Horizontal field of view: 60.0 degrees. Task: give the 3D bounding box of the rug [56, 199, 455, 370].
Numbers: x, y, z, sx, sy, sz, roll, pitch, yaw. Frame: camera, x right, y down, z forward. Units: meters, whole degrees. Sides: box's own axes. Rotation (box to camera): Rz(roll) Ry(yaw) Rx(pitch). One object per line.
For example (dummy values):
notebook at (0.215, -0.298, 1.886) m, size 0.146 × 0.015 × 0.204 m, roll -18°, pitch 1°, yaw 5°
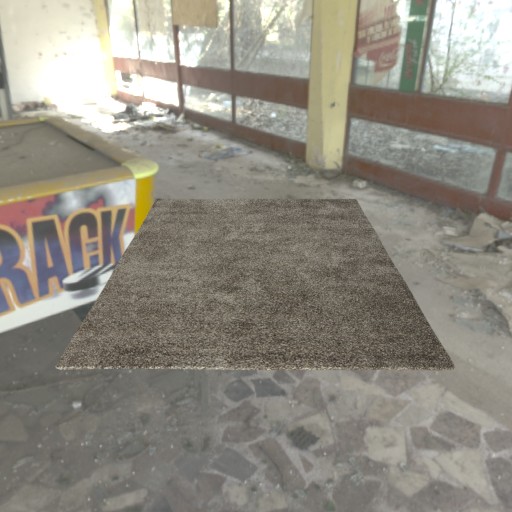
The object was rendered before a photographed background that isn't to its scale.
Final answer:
rug at (0.000, 0.000, 3.990) m, size 2.401 × 0.025 × 3.000 m, roll 0°, pitch 27°, yaw 0°
